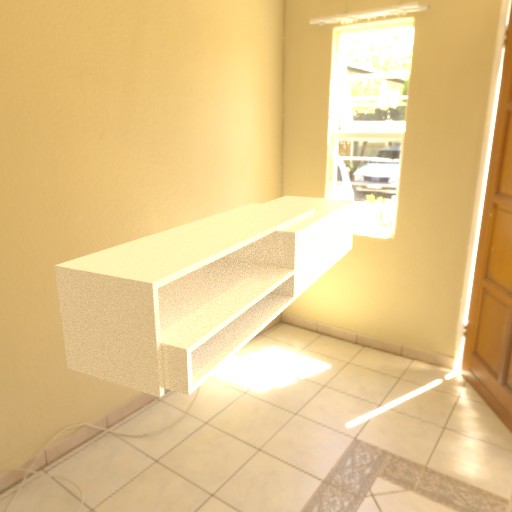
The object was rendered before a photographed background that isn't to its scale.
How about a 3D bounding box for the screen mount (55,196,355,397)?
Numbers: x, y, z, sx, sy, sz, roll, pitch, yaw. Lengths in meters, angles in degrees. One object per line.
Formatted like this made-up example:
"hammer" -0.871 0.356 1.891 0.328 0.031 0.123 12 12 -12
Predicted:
"screen mount" 0.000 0.000 1.909 0.420 0.320 1.680 8 17 25
